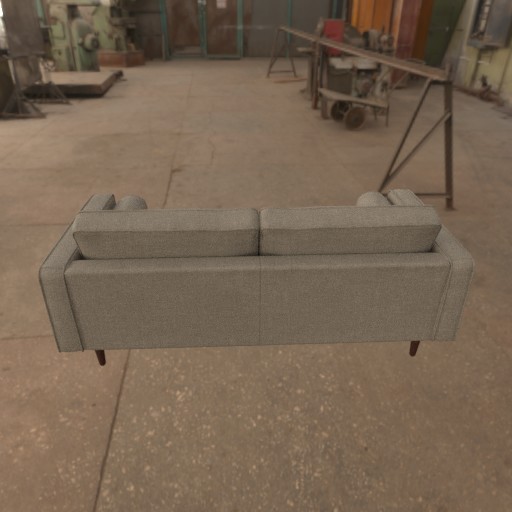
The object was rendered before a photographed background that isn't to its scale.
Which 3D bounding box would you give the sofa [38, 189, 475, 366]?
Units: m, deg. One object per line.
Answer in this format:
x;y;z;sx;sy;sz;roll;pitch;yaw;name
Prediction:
0.000;0.000;2.326;1.879;0.762;0.914;-1;30;-2;sofa
